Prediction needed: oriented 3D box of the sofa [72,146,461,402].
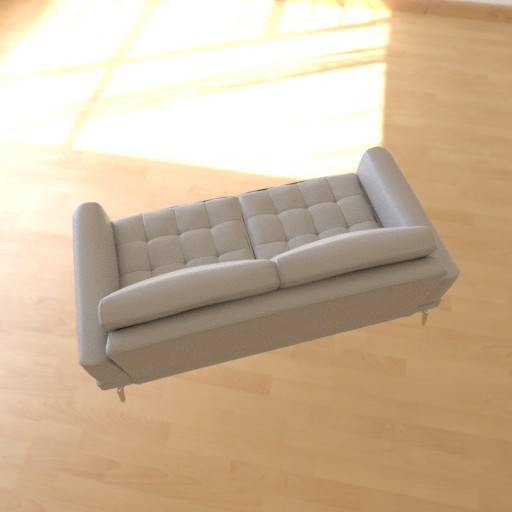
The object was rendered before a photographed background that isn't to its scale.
[{"bbox_3d":[0.000,0.000,2.764,2.177,0.930,1.121,-12,59,-8],"label":"sofa"}]
